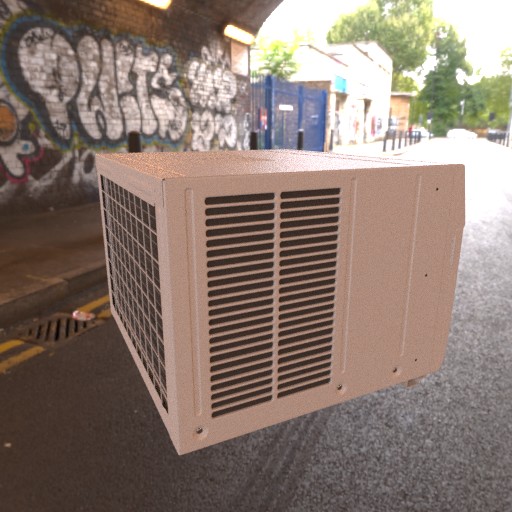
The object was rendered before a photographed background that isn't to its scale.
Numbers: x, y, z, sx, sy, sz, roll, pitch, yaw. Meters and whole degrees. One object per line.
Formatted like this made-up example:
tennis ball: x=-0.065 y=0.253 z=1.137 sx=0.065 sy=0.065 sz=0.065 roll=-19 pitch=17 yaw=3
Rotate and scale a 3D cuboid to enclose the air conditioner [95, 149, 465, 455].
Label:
air conditioner: x=0.000 y=0.000 z=1.045 sx=0.599 sy=0.455 sz=0.645 roll=-8 pitch=18 yaw=-26
